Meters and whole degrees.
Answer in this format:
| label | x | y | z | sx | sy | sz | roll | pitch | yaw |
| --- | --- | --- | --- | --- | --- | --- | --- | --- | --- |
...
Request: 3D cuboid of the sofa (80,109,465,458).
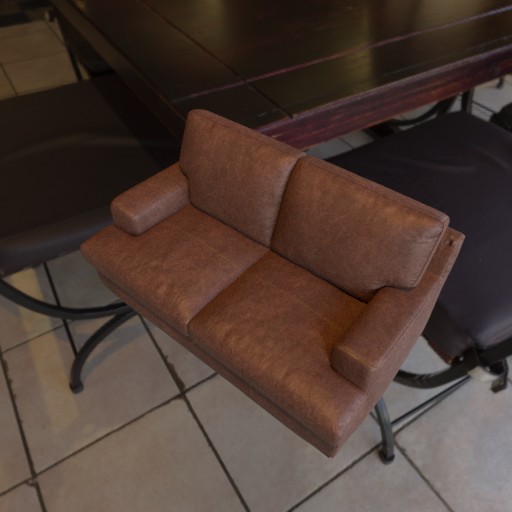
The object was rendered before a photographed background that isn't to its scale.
| label | x | y | z | sx | sy | sz | roll | pitch | yaw |
| --- | --- | --- | --- | --- | --- | --- | --- | --- | --- |
| sofa | 0.000 | 0.000 | 2.511 | 1.880 | 0.939 | 1.143 | 30 | 54 | 25 |
